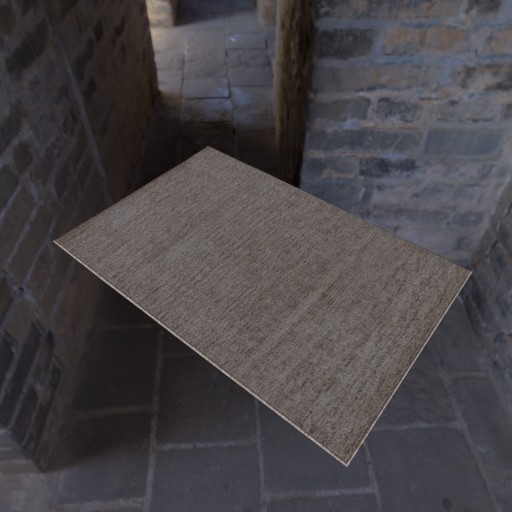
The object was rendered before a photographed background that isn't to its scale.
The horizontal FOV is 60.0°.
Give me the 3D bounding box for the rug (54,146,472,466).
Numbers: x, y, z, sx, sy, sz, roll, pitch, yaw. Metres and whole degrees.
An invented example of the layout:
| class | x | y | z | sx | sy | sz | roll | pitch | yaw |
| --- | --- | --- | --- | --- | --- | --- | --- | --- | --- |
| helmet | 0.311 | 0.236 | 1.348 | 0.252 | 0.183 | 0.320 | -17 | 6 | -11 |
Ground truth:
| class | x | y | z | sx | sy | sz | roll | pitch | yaw |
| --- | --- | --- | --- | --- | --- | --- | --- | --- | --- |
| rug | 0.000 | 0.000 | 2.305 | 1.822 | 0.018 | 1.211 | 30 | 53 | 26 |
